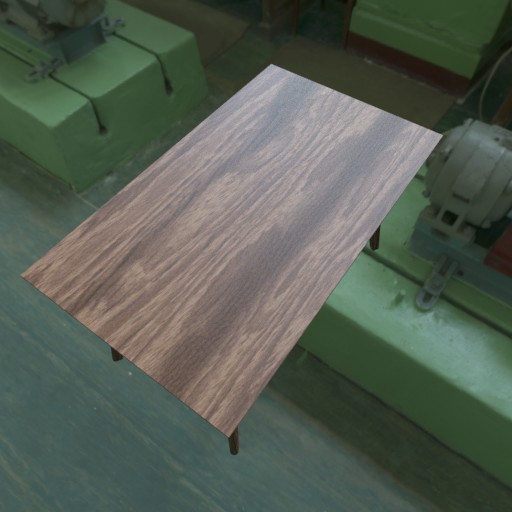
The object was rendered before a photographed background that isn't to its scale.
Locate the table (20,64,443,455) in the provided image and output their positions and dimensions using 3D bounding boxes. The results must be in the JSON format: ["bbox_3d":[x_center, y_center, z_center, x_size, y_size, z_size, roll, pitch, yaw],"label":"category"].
[{"bbox_3d":[0.000,0.000,1.825,0.801,0.724,1.349,31,61,19],"label":"table"}]
